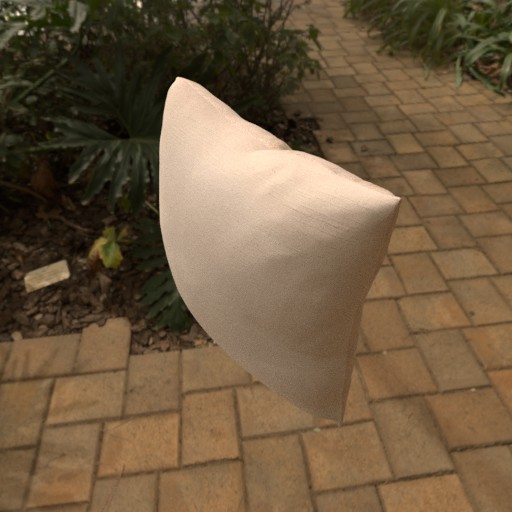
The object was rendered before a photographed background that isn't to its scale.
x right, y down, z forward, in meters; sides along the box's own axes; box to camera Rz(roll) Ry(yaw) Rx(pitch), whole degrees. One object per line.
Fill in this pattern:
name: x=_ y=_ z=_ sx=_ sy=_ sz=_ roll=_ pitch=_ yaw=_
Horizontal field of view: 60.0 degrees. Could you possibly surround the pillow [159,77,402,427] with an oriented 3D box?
pillow: x=0.000 y=0.000 z=0.718 sx=0.245 sy=0.448 sz=0.450 roll=-26 pitch=47 yaw=-26
